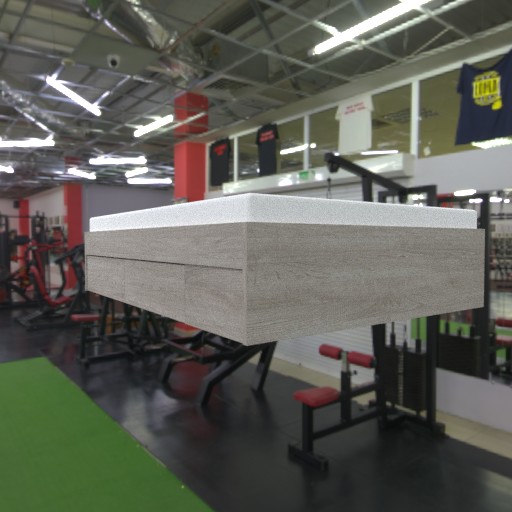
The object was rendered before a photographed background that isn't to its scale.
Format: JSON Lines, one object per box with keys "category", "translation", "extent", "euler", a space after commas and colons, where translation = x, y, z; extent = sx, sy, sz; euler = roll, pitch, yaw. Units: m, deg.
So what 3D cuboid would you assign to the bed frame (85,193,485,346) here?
{"category": "bed frame", "translation": [0.000, 0.000, 2.611], "extent": [1.448, 0.490, 1.944], "euler": [-1, 2, -35]}
